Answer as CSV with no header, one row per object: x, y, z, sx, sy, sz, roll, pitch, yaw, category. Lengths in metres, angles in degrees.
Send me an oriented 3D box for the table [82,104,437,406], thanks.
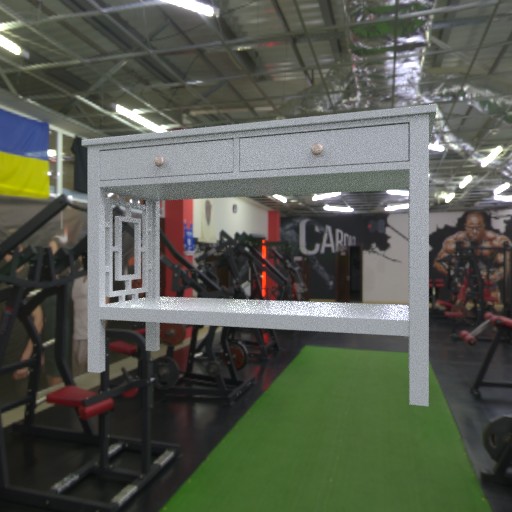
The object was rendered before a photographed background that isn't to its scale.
0.000,0.000,1.444,1.068,0.753,0.397,0,0,19,table
